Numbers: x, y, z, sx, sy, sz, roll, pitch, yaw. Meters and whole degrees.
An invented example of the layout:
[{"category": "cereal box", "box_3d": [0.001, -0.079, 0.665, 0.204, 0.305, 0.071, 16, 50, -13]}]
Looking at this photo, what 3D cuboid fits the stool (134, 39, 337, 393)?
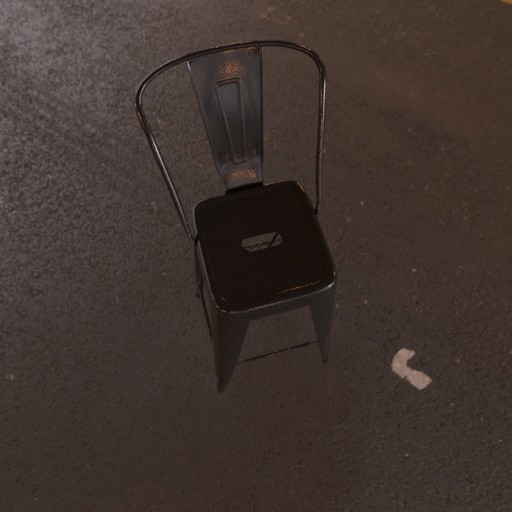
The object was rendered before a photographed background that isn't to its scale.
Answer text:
[{"category": "stool", "box_3d": [0.000, 0.000, 1.287, 0.432, 1.022, 0.528, -14, 65, -7]}]
